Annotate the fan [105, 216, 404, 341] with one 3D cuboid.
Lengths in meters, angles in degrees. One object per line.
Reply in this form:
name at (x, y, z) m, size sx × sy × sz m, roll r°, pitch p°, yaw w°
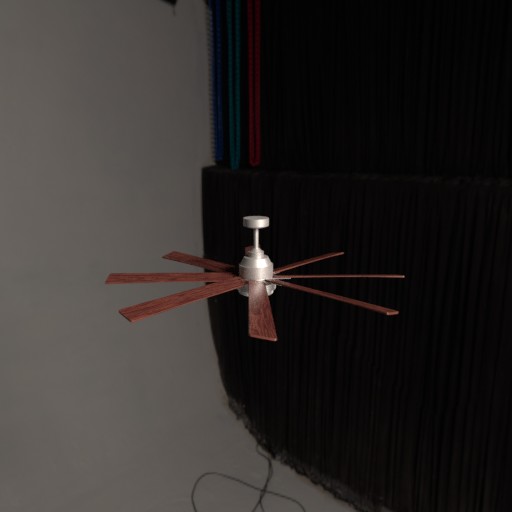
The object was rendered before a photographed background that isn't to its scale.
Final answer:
fan at (0.000, 0.000, 2.726) m, size 1.830 × 0.472 × 1.830 m, roll 12°, pitch 18°, yaw 42°
